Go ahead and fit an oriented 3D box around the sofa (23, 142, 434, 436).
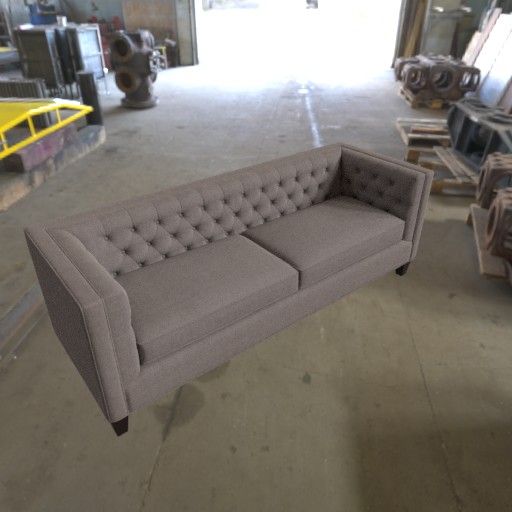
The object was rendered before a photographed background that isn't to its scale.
[{"bbox_3d":[0.000,0.000,2.559,2.159,0.762,0.775,-22,38,-32],"label":"sofa"}]
